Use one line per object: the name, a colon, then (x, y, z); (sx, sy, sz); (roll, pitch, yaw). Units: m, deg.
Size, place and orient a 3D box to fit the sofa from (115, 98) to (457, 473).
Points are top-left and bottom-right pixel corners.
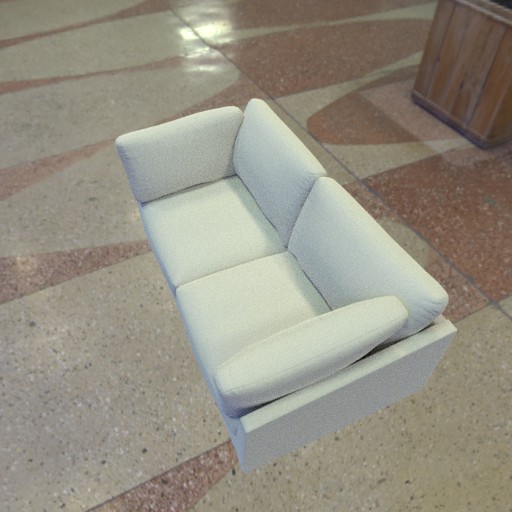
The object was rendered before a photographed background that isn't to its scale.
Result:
sofa: (0.000, 0.000, 2.286); (0.970, 0.836, 1.776); (-18, 50, -16)
